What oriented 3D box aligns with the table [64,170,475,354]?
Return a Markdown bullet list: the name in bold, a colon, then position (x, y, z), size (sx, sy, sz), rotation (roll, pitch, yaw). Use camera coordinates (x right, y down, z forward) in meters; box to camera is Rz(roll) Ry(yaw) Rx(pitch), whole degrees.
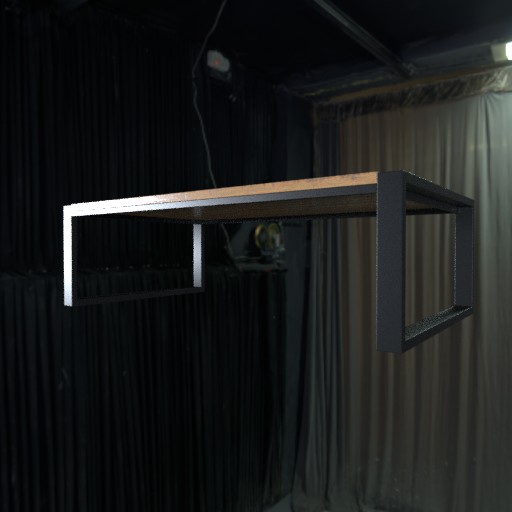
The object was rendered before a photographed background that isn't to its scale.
- **table**: position (0.000, 0.000, 1.660), size (1.350, 0.400, 0.750), rotation (1, 1, 37)
